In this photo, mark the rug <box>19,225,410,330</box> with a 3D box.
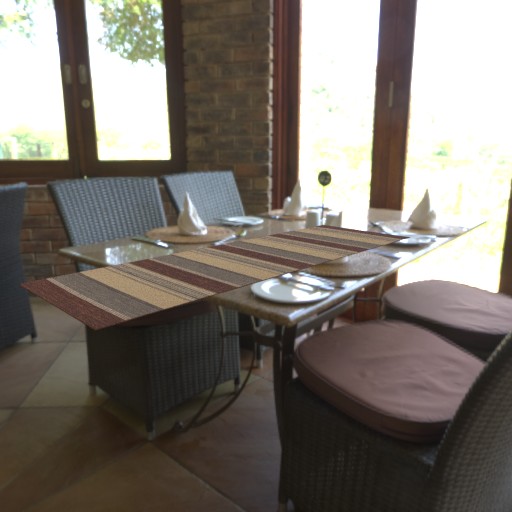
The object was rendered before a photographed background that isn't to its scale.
[{"bbox_3d":[0.000,0.000,2.696,0.792,0.006,2.437,13,19,43],"label":"rug"}]
